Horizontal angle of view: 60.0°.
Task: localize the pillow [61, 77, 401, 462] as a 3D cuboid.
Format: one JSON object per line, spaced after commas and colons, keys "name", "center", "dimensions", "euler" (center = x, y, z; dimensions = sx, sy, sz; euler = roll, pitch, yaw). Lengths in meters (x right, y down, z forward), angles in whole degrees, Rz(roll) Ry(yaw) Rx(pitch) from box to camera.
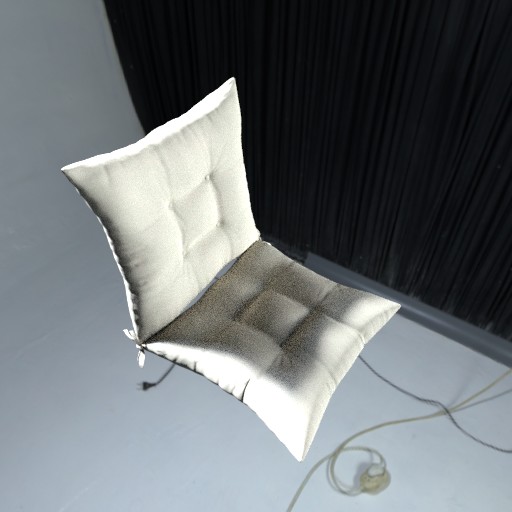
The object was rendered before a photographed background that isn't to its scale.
{"name": "pillow", "center": [0.000, 0.000, 1.002], "dimensions": [0.585, 0.536, 0.541], "euler": [26, 49, 25]}
